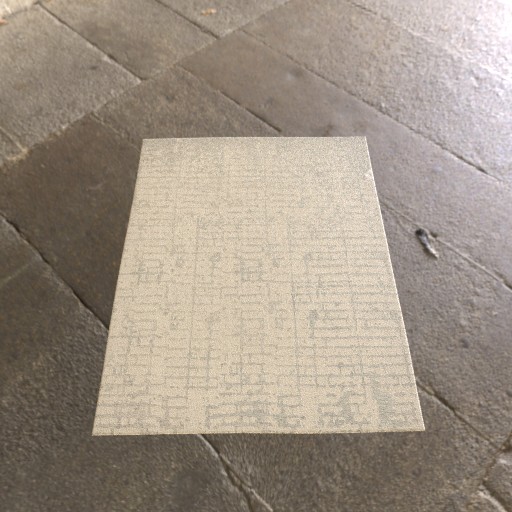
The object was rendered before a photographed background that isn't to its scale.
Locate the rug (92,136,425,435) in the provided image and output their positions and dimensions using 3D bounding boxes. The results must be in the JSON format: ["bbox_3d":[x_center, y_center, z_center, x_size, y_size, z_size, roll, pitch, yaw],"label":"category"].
[{"bbox_3d":[0.000,0.000,4.045,2.447,0.014,3.061,-1,58,0],"label":"rug"}]
